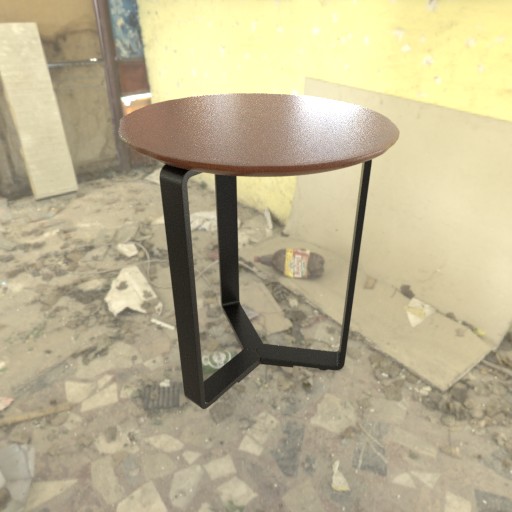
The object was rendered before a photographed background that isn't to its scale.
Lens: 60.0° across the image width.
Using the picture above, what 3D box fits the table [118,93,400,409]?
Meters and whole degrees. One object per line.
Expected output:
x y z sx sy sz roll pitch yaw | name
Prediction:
0.000 0.000 0.745 0.380 0.450 0.410 -11 32 -18 | table
